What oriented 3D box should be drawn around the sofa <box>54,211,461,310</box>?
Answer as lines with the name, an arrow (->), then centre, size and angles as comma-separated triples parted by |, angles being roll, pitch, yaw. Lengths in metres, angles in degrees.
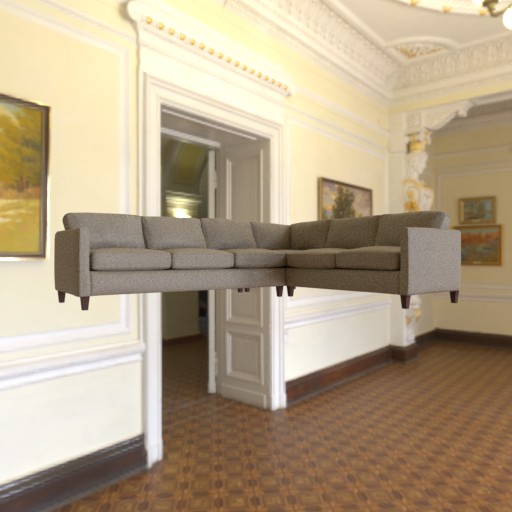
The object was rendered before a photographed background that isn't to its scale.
sofa -> 0.000, 0.000, 4.483 | 3.302, 0.947, 2.593 | 0, 0, -37
